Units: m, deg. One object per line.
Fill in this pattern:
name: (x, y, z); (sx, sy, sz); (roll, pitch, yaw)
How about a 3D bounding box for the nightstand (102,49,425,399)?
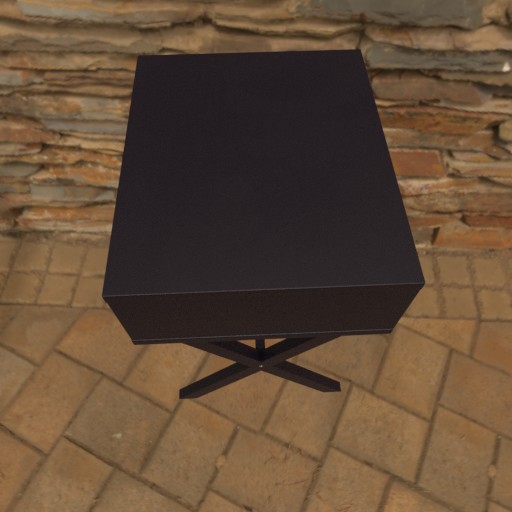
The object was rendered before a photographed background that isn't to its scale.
nightstand: (0.000, 0.000, 0.937); (0.402, 0.623, 0.479); (-2, 59, -1)
